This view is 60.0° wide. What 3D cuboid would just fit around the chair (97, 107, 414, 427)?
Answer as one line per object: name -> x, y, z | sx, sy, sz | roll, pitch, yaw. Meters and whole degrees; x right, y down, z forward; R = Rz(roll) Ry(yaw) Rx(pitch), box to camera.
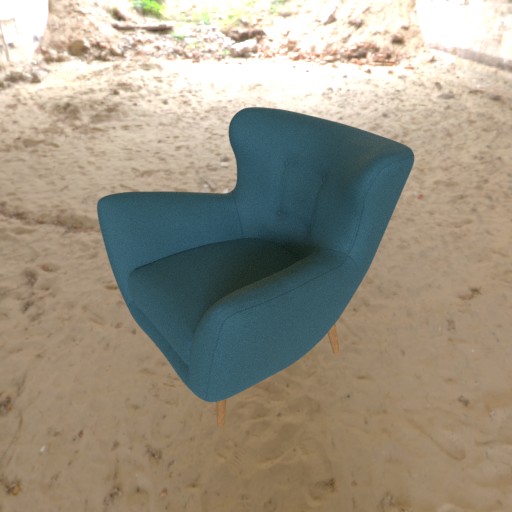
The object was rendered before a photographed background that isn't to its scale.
chair -> 0.000, 0.000, 1.651 | 0.889, 0.889, 0.890 | -21, 37, -31
